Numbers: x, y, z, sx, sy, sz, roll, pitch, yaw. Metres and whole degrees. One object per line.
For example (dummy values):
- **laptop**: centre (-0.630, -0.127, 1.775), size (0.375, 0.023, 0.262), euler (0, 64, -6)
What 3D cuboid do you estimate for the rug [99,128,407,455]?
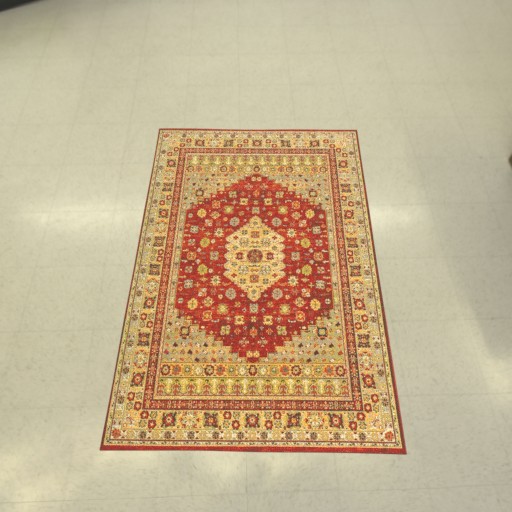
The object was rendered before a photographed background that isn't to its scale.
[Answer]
- **rug**: centre (0.000, 0.000, 2.198), size (1.194, 0.013, 1.802), euler (1, 58, 0)
